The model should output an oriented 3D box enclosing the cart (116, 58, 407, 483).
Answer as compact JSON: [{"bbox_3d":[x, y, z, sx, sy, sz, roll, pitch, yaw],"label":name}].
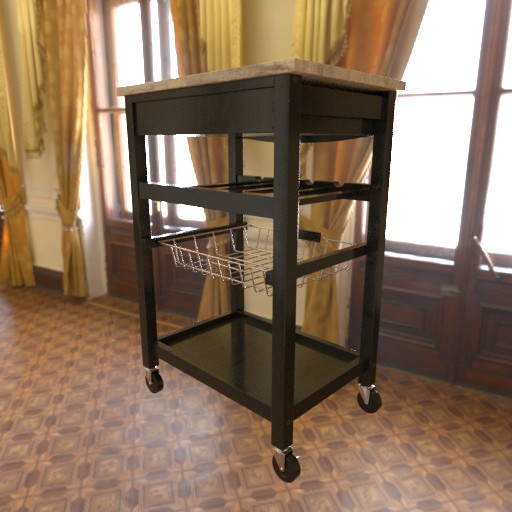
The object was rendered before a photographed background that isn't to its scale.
[{"bbox_3d":[0.000,0.000,1.154,0.584,0.839,0.403,13,19,42],"label":"cart"}]
